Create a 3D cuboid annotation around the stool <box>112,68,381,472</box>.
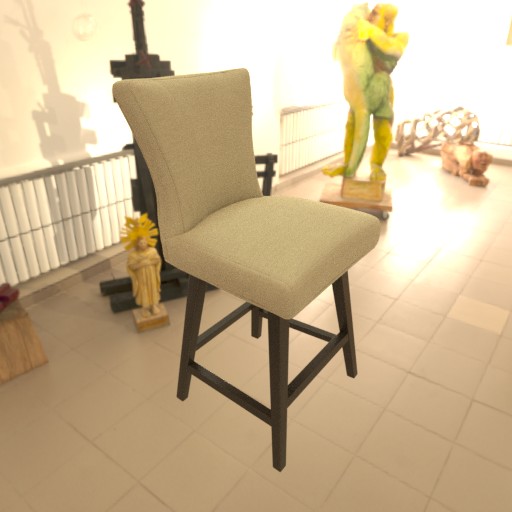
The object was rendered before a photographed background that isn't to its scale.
[{"bbox_3d":[0.000,0.000,1.333,0.574,1.000,0.514,19,33,32],"label":"stool"}]
